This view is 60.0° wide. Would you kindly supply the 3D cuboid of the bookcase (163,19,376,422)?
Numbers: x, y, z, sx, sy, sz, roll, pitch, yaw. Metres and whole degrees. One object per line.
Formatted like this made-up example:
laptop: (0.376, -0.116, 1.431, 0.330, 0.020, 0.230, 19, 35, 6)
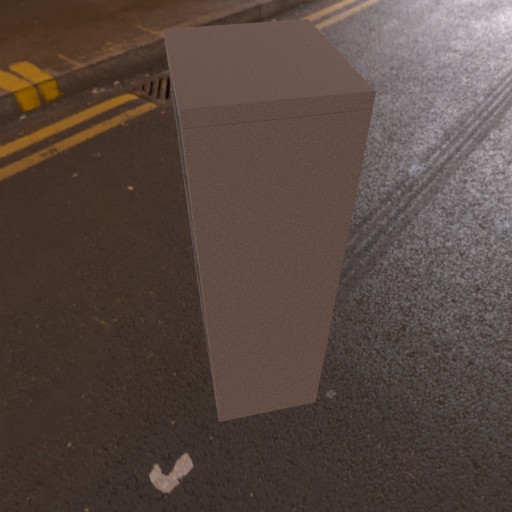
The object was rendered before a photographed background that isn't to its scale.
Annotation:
bookcase: (0.000, 0.000, 1.233, 0.330, 1.080, 0.390, -9, 45, -9)
